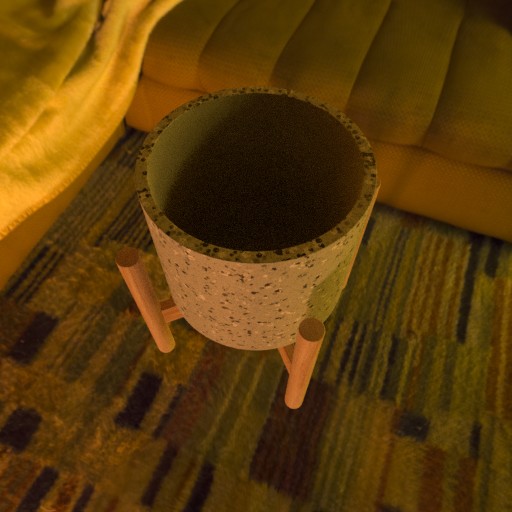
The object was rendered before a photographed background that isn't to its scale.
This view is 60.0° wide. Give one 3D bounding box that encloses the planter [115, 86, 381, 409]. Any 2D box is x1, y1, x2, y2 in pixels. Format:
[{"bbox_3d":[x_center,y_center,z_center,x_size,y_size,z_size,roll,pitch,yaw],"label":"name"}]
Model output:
[{"bbox_3d":[0.000,0.000,0.544,0.284,0.320,0.284,1,57,1],"label":"planter"}]
